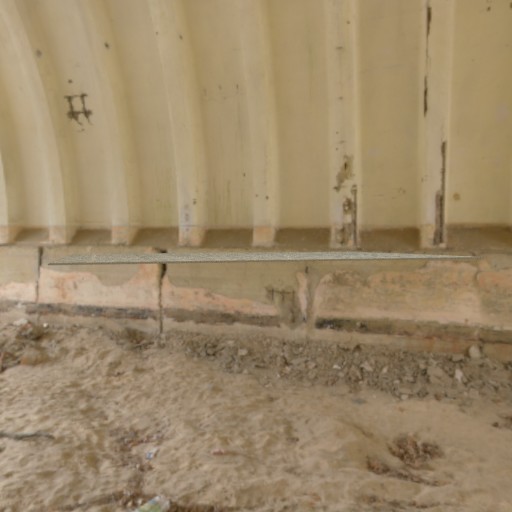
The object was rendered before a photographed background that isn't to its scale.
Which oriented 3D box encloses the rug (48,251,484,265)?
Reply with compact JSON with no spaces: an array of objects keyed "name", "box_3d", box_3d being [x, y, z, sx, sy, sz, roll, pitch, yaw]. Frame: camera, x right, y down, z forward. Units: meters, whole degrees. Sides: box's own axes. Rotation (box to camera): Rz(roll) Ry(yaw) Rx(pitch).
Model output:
[{"name":"rug","box_3d":[0.000,0.000,3.036,2.430,0.010,1.515,-1,2,-19]}]
